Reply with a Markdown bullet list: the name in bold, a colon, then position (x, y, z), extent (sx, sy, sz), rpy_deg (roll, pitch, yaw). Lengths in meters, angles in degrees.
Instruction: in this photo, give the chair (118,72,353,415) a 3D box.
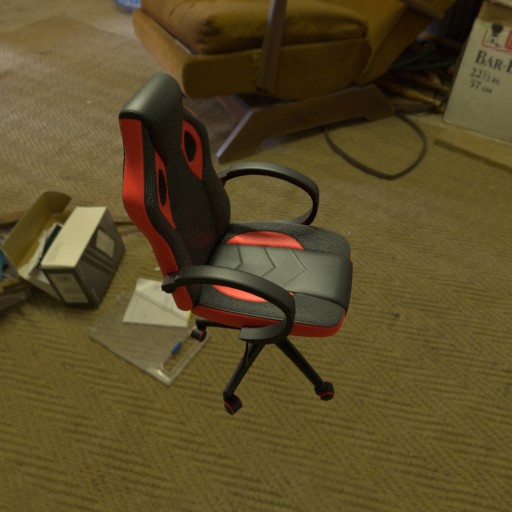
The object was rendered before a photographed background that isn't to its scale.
- **chair**: position (0.000, 0.000, 1.383), extent (0.642, 1.016, 0.600), rpy_deg (9, 46, 9)
